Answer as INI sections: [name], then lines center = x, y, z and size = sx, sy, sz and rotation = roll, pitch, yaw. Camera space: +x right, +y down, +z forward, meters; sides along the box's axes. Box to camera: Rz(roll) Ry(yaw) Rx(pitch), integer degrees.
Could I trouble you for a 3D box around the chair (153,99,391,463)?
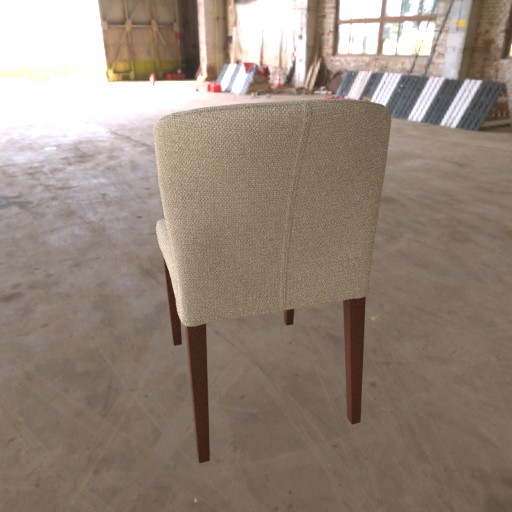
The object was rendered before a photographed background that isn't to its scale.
[chair]
center = 0.000, 0.000, 1.170
size = 0.491, 0.839, 0.589
rotation = -8, 27, -15
